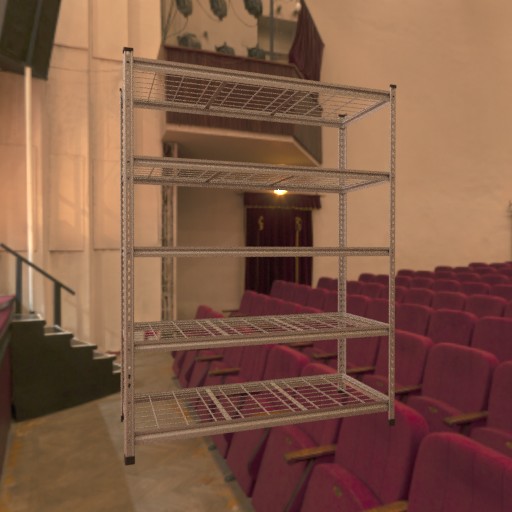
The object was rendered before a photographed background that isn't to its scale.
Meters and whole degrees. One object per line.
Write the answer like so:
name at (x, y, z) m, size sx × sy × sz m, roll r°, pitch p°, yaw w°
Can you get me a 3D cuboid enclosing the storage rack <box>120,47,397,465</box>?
storage rack at (0.000, 0.000, 2.626) m, size 1.524 × 1.981 × 0.610 m, roll 0°, pitch 1°, yaw -19°
